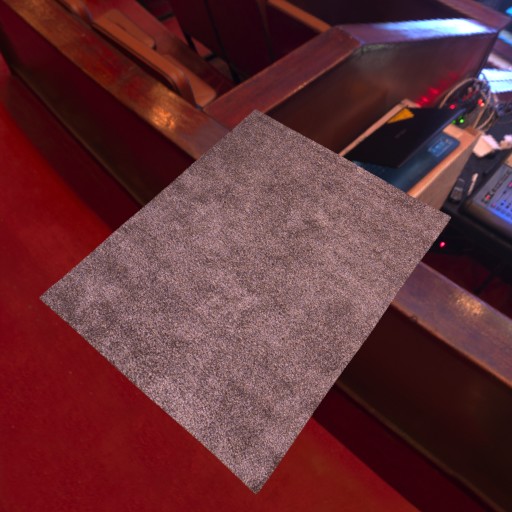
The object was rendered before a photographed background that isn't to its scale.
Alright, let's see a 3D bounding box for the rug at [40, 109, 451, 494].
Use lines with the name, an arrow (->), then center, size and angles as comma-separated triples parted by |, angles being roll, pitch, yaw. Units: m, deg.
rug -> 0.000, 0.000, 4.042 | 2.401, 0.025, 3.000 | 34, 65, 18
